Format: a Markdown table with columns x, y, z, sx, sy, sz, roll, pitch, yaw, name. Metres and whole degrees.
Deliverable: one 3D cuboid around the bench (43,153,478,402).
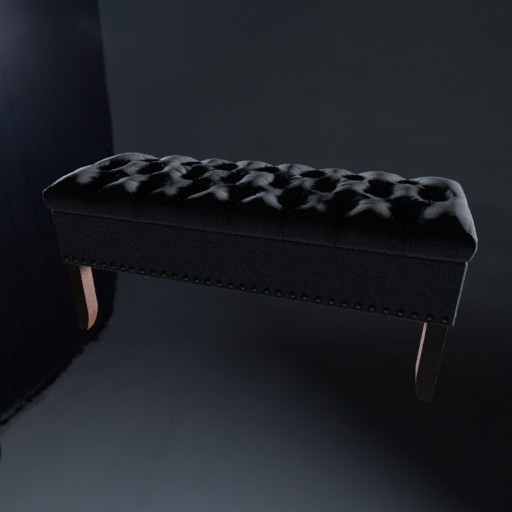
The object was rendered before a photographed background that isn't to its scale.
| x | y | z | sx | sy | sz | roll | pitch | yaw | name |
| --- | --- | --- | --- | --- | --- | --- | --- | --- | --- |
| 0.000 | 0.000 | 1.274 | 1.052 | 0.470 | 0.417 | 8 | 27 | 16 | bench |
